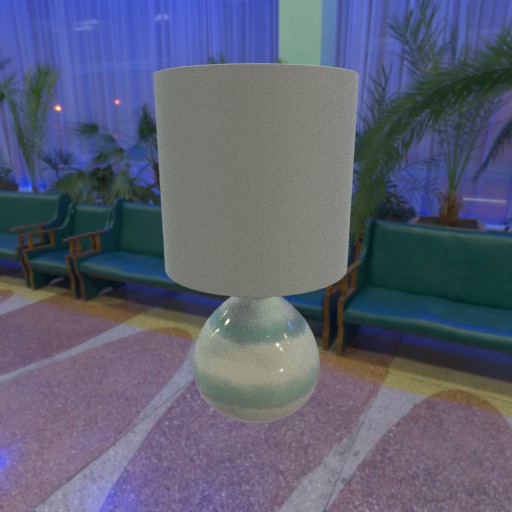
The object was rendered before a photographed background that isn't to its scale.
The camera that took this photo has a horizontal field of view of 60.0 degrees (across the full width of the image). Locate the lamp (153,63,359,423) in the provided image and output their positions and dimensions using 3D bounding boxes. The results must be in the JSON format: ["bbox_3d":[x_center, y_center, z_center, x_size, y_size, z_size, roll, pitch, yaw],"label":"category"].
[{"bbox_3d":[0.000,0.000,0.535,0.217,0.404,0.217,9,19,28],"label":"lamp"}]
